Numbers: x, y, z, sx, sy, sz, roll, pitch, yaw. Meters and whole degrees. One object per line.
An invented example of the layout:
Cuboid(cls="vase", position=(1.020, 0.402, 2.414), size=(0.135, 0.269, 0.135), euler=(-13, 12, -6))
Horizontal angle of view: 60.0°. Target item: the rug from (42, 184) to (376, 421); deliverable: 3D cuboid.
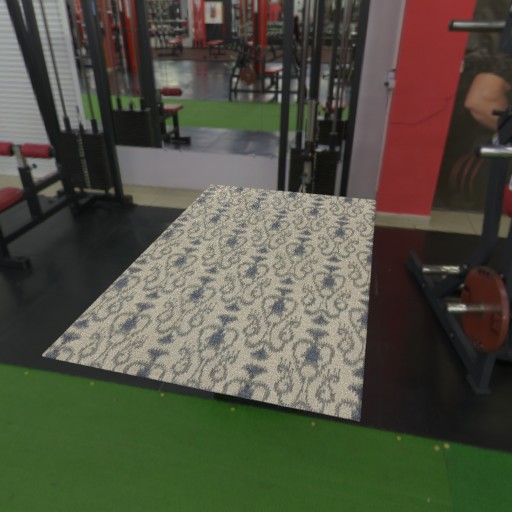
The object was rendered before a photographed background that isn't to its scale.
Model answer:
Cuboid(cls="rug", position=(0.000, 0.000, 2.045), size=(1.035, 0.006, 1.652), euler=(7, 30, 13))
